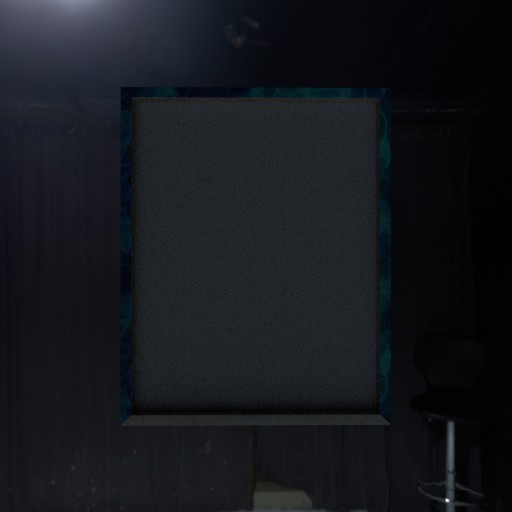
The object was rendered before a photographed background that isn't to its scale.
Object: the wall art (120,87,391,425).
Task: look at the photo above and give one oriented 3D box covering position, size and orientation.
[{"bbox_3d":[0.000,0.000,1.017,0.609,0.760,0.038,0,0,-1],"label":"wall art"}]
